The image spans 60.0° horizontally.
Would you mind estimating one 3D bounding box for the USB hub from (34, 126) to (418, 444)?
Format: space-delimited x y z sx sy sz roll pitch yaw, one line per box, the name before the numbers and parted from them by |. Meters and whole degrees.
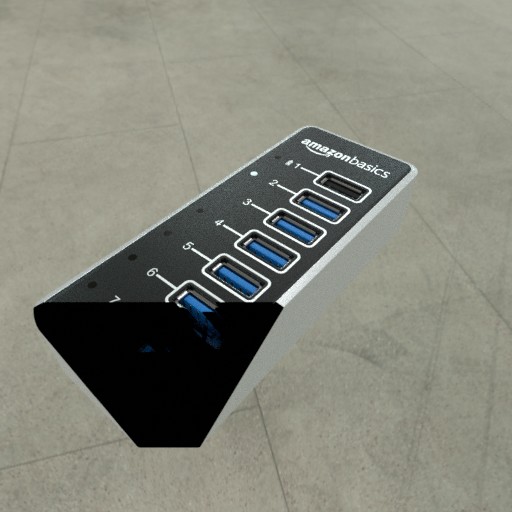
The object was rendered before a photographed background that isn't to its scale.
USB hub | 0.000 0.000 0.126 0.044 0.023 0.110 31 53 27
